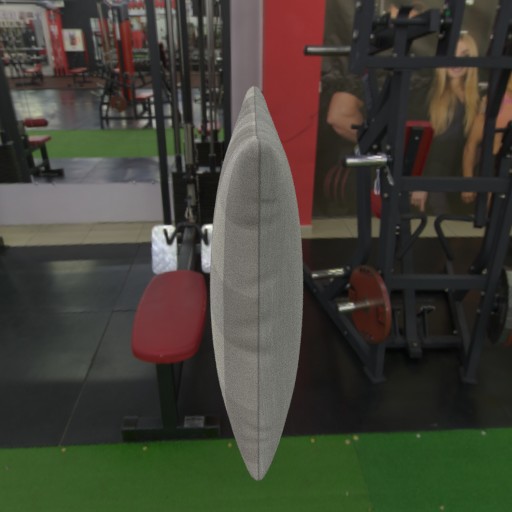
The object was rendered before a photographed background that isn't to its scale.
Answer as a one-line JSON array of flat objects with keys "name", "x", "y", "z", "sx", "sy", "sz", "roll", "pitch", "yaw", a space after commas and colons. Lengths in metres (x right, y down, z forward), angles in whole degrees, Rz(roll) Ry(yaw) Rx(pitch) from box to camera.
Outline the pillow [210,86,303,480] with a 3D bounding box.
[{"name": "pillow", "x": 0.000, "y": 0.000, "z": 0.779, "sx": 0.161, "sy": 0.509, "sz": 0.511, "roll": 0, "pitch": 27, "yaw": -1}]
